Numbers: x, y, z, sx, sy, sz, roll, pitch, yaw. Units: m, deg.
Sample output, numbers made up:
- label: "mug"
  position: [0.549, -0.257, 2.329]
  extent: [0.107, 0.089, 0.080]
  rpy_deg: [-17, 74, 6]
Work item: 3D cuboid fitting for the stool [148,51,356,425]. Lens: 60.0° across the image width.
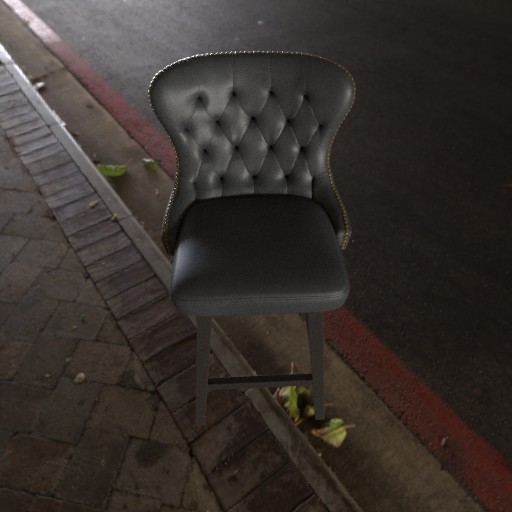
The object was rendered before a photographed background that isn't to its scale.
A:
- label: "stool"
  position: [0.000, 0.000, 1.316]
  extent: [0.528, 0.971, 0.593]
  rpy_deg: [-2, 46, -2]
